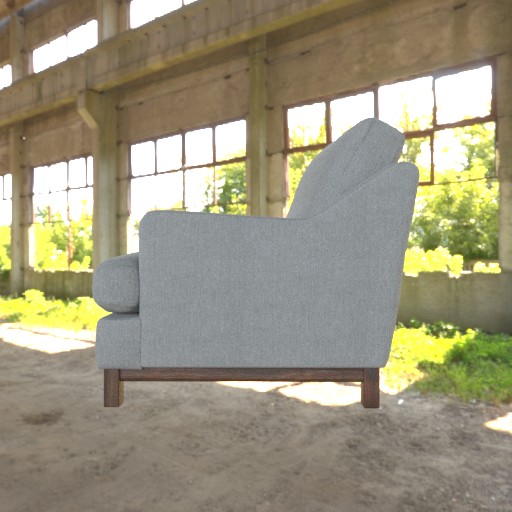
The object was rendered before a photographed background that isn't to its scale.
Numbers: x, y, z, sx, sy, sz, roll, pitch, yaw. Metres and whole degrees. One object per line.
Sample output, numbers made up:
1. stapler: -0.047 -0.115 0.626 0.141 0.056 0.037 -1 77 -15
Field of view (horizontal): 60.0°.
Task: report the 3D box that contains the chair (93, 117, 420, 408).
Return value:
1. chair: 0.000 0.000 1.575 0.892 0.821 0.826 0 -1 1
